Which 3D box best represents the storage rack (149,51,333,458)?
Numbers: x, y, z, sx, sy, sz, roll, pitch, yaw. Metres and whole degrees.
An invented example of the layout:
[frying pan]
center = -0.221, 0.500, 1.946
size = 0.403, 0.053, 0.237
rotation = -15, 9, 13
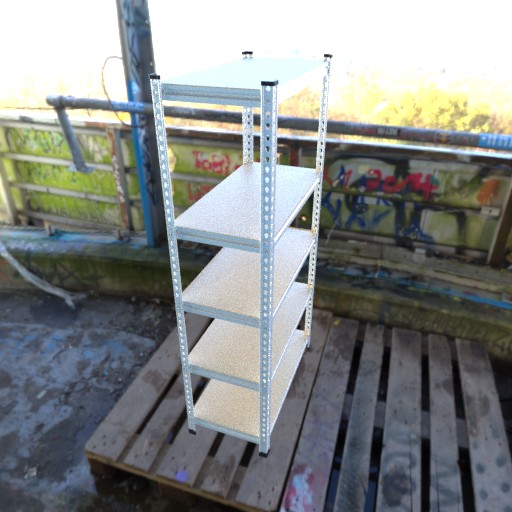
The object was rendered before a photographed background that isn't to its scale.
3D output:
[storage rack]
center = 0.000, 0.000, 2.274
size = 0.457, 1.829, 0.914
rotation = 10, 31, 17
